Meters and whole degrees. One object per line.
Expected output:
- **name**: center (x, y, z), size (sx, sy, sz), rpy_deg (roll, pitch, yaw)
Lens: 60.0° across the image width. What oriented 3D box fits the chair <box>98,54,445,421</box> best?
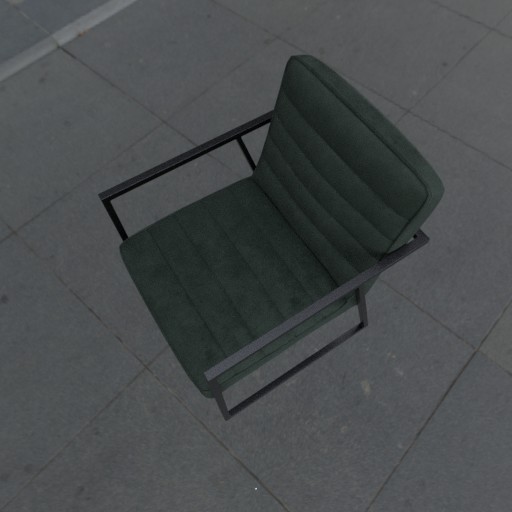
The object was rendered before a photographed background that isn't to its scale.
- **chair**: center (0.000, 0.000, 1.296), size (0.677, 0.833, 0.571), rpy_deg (-30, 66, -15)
